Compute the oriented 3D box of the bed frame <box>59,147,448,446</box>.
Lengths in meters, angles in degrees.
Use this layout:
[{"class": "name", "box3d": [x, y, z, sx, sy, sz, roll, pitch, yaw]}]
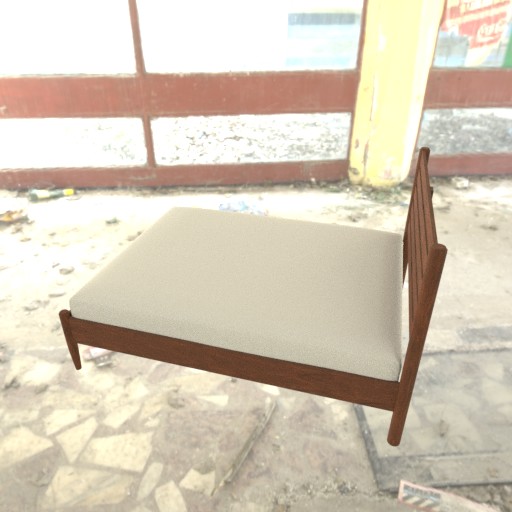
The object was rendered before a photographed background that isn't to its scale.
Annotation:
[{"class": "bed frame", "box3d": [0.000, 0.000, 3.221, 2.234, 1.321, 1.655, 8, 31, 14]}]
